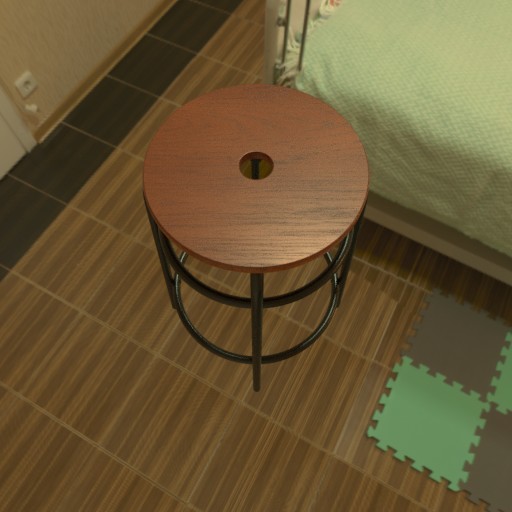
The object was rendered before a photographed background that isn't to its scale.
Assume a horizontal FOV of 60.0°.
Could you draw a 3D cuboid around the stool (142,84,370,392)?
[{"bbox_3d":[0.000,0.000,0.928,0.455,0.610,0.455,0,64,0],"label":"stool"}]
